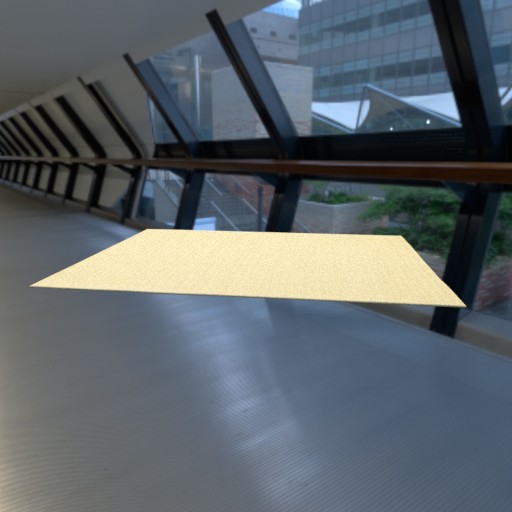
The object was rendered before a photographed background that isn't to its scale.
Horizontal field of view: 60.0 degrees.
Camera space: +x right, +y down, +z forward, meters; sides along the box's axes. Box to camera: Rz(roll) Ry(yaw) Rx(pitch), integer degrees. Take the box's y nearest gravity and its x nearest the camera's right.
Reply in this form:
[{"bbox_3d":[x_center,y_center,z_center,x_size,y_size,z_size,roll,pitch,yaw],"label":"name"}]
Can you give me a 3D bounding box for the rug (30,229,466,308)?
[{"bbox_3d":[0.000,0.000,4.371,3.204,0.016,2.452,2,14,8],"label":"rug"}]
